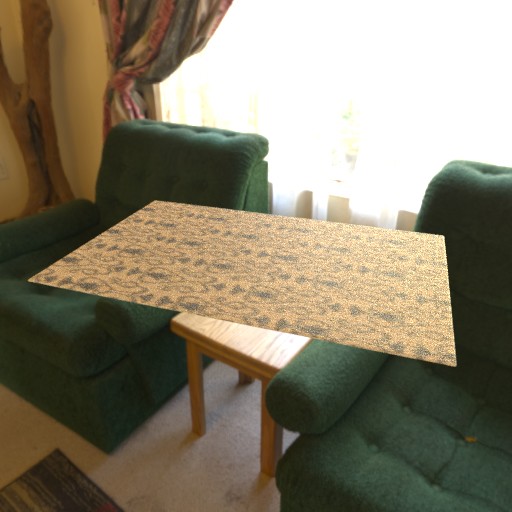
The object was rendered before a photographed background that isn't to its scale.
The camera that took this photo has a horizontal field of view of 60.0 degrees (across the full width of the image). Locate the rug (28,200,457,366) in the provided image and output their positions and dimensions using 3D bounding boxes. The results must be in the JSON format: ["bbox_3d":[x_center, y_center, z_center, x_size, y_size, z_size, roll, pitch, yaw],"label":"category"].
[{"bbox_3d":[0.000,0.000,2.034,1.652,0.006,1.035,9,28,17],"label":"rug"}]
